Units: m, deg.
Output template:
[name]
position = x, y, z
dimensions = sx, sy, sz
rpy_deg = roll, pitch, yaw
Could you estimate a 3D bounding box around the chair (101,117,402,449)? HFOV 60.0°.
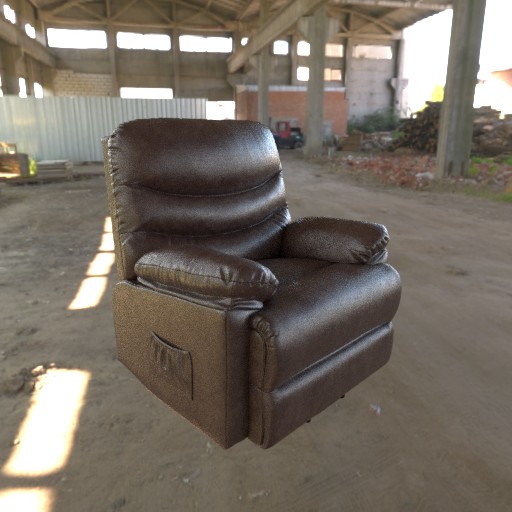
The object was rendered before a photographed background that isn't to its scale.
[chair]
position = 0.000, 0.000, 1.735
dimensions = 0.879, 1.041, 0.940
rpy_deg = 15, 21, 42
